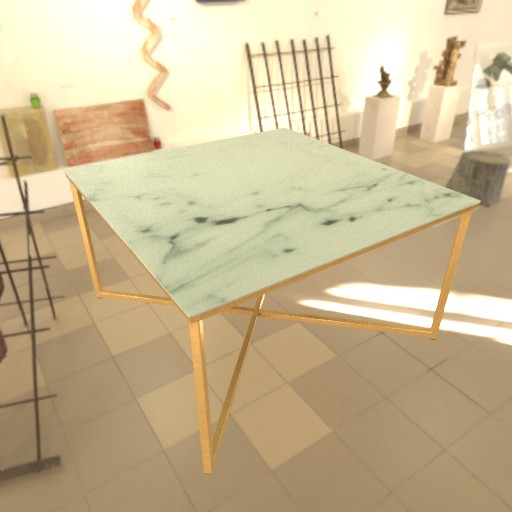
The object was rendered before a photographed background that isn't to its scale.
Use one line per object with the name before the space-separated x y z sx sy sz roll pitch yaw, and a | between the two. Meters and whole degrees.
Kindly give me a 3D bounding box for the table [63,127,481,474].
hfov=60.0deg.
table | 0.000 0.000 1.301 0.800 0.450 0.800 -19 36 -29
